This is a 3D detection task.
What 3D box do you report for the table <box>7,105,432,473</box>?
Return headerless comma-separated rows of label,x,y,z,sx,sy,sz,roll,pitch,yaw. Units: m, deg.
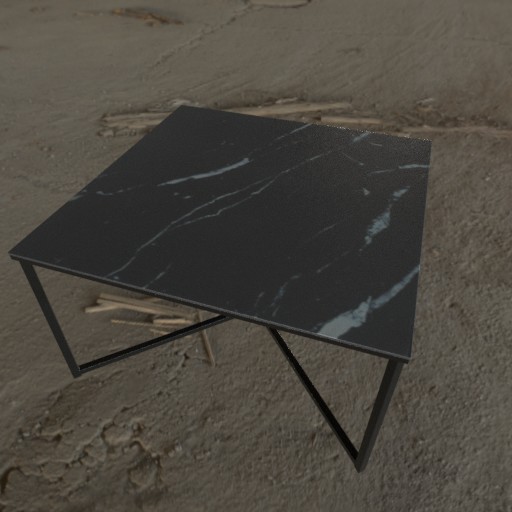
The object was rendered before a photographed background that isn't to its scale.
table,0.000,0.000,1.240,0.800,0.450,0.800,13,43,14
